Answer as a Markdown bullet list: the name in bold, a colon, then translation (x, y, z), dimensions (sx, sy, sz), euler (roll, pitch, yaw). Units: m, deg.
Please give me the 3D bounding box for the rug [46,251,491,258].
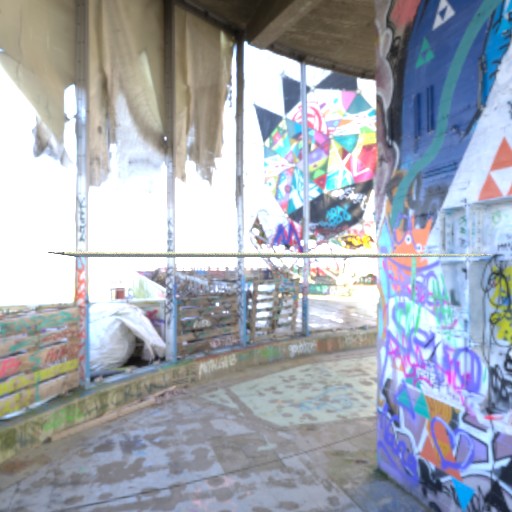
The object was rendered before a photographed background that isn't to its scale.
- **rug**: translation (0.000, 0.000, 2.259), dimensions (1.802, 0.008, 1.247), euler (0, -1, -18)
